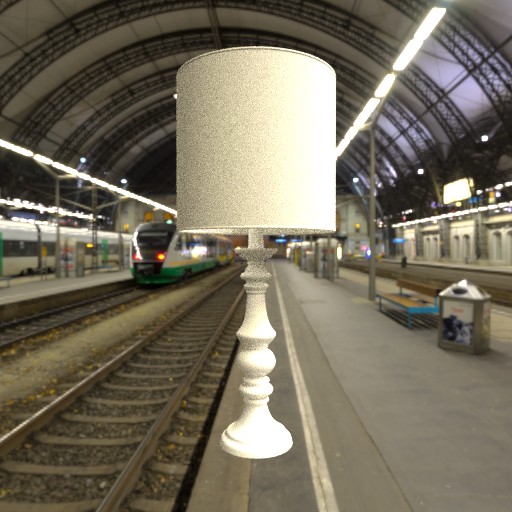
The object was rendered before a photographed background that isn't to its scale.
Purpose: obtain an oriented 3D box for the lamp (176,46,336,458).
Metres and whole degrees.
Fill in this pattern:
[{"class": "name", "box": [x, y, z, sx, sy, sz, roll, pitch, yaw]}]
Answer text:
[{"class": "lamp", "box": [0.000, 0.000, 0.709, 0.250, 0.597, 0.250, 0, 1, -20]}]
